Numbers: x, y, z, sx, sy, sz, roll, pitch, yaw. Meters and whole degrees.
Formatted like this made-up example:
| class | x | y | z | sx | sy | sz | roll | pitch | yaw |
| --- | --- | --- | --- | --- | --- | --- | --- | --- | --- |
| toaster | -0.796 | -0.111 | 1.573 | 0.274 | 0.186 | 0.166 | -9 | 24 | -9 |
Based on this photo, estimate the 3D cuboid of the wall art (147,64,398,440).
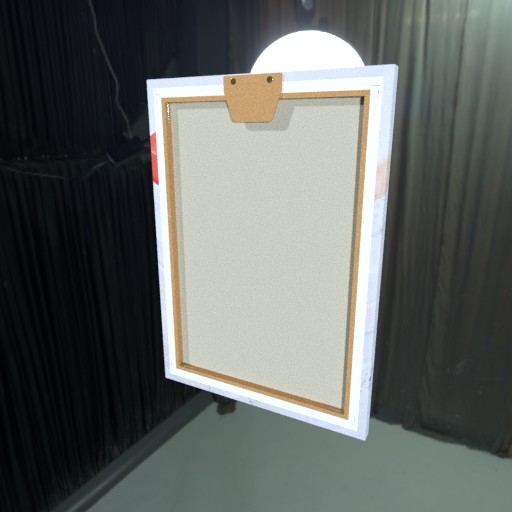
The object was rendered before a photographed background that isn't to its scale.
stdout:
| class | x | y | z | sx | sy | sz | roll | pitch | yaw |
| --- | --- | --- | --- | --- | --- | --- | --- | --- | --- |
| wall art | 0.000 | 0.000 | 1.107 | 0.613 | 0.848 | 0.036 | 8 | 18 | 27 |
